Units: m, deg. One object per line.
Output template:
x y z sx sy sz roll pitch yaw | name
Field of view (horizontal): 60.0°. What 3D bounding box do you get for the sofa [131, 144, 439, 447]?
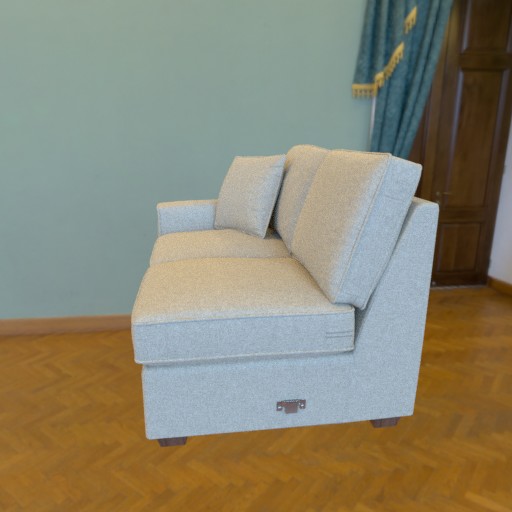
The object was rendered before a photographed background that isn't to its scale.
0.000 0.000 2.053 0.991 0.989 1.388 -2 16 -8 | sofa
